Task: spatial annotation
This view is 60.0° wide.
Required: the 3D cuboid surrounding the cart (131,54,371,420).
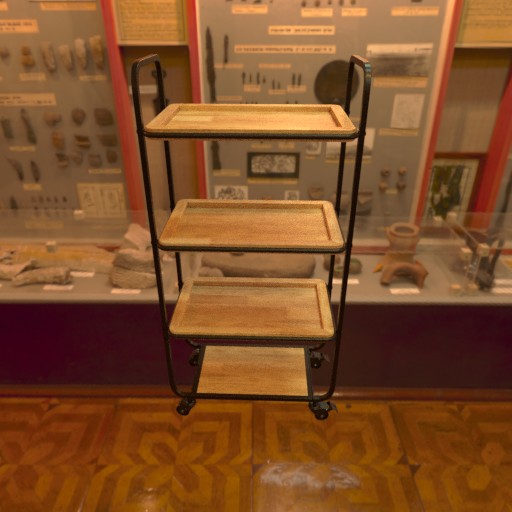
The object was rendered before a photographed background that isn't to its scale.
[{"bbox_3d":[0.000,0.000,1.317,0.545,1.080,0.321,1,29,2],"label":"cart"}]
